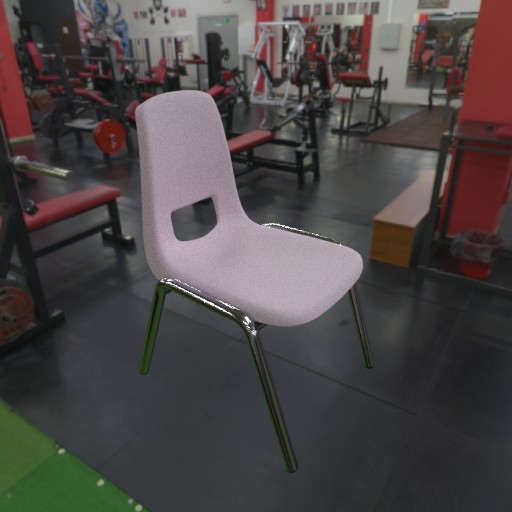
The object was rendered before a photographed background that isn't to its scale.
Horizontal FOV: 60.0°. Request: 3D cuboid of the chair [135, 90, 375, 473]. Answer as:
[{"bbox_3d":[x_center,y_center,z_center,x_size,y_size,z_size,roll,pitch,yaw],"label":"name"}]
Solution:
[{"bbox_3d":[0.000,0.000,0.871,0.423,0.586,0.354,18,32,32],"label":"chair"}]
